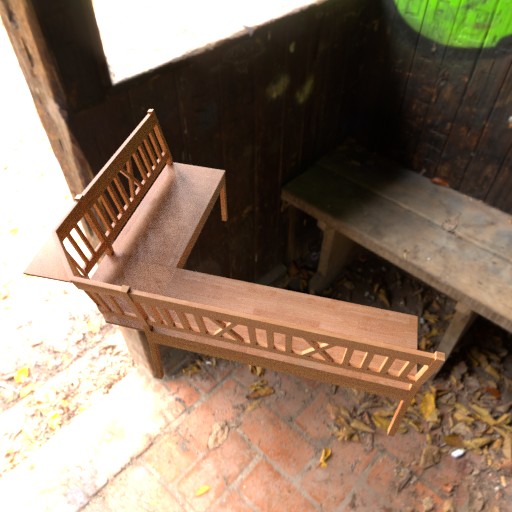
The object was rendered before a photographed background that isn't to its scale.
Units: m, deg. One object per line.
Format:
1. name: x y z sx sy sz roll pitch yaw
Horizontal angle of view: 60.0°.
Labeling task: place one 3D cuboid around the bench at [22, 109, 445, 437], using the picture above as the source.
1. bench: 0.000 0.000 2.747 1.937 0.902 1.537 11 48 10
